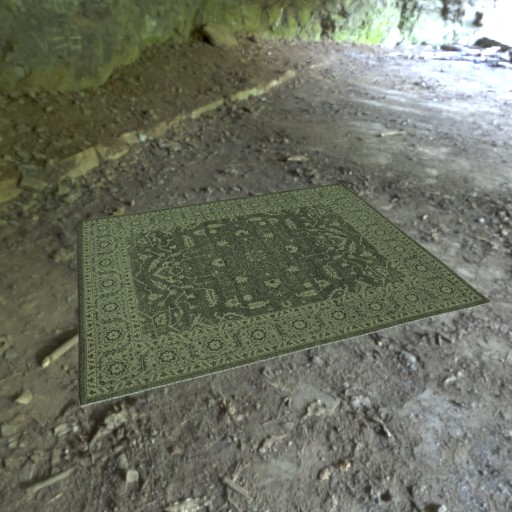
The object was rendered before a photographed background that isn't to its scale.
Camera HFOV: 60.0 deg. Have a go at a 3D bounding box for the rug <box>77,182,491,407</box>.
[{"bbox_3d":[0.000,0.000,4.013,3.069,0.026,2.451,-11,34,-16],"label":"rug"}]
